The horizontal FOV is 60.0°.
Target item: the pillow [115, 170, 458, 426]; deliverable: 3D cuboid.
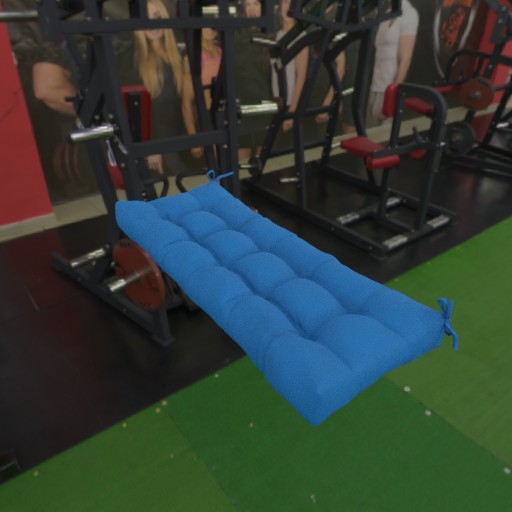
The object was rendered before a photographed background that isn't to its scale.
[{"bbox_3d":[0.000,0.000,1.378,0.511,0.174,1.194,-20,36,-30],"label":"pillow"}]
